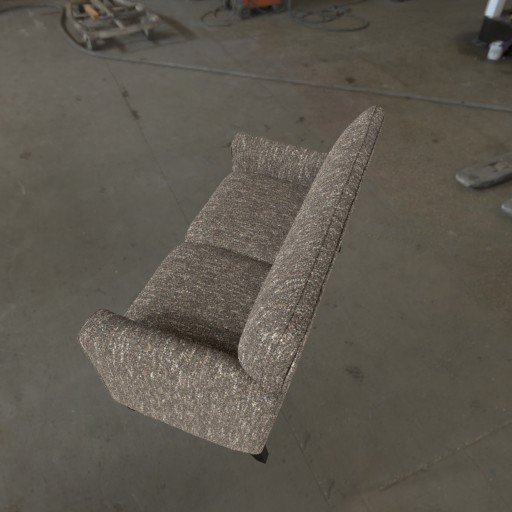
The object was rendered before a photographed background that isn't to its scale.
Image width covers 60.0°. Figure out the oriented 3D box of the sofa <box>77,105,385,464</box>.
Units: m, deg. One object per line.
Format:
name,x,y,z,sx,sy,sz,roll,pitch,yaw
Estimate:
sofa,0.000,0.000,2.068,0.801,0.946,1.519,15,47,15
